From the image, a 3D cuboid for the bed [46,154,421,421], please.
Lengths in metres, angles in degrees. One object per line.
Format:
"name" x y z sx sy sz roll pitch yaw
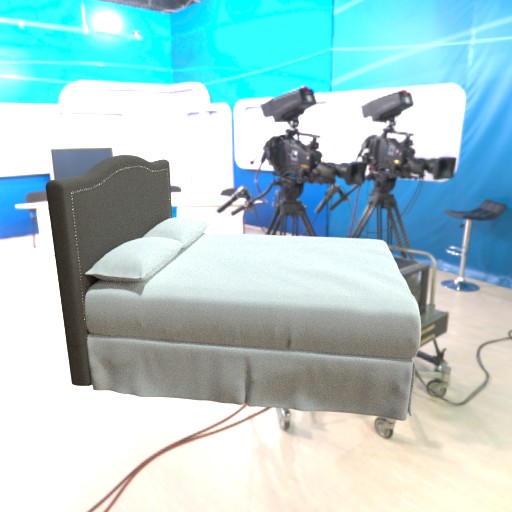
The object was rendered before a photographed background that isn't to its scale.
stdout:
"bed" 0.000 0.000 3.150 2.036 1.387 1.666 3 16 9
